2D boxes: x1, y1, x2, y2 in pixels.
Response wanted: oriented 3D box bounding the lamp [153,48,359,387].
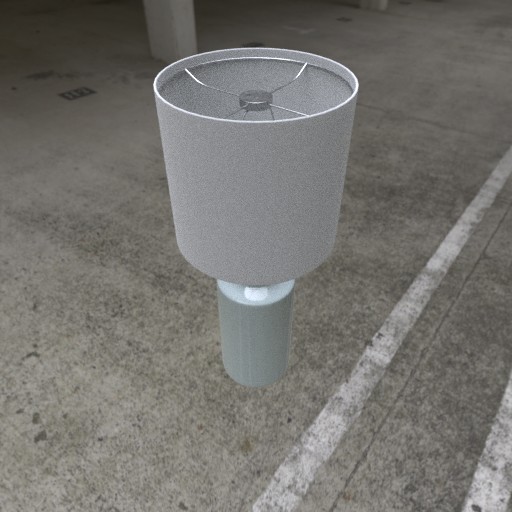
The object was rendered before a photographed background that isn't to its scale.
[{"bbox_3d":[0.000,0.000,0.626,0.212,0.493,0.212,26,47,27],"label":"lamp"}]
